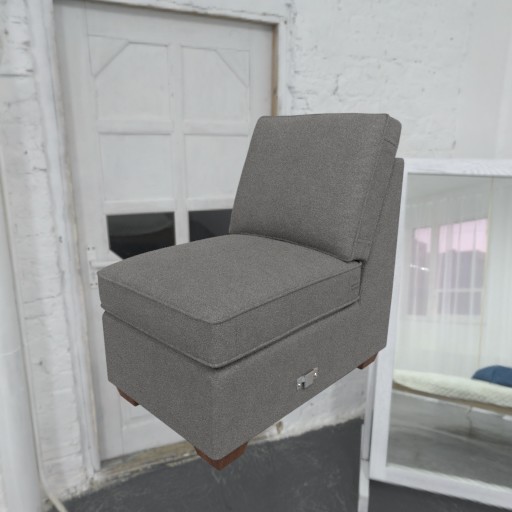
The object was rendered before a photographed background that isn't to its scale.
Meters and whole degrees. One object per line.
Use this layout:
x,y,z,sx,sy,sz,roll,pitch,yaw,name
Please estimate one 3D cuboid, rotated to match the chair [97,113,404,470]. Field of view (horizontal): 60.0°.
0.000,0.000,1.561,0.621,0.970,0.938,15,22,42,chair
